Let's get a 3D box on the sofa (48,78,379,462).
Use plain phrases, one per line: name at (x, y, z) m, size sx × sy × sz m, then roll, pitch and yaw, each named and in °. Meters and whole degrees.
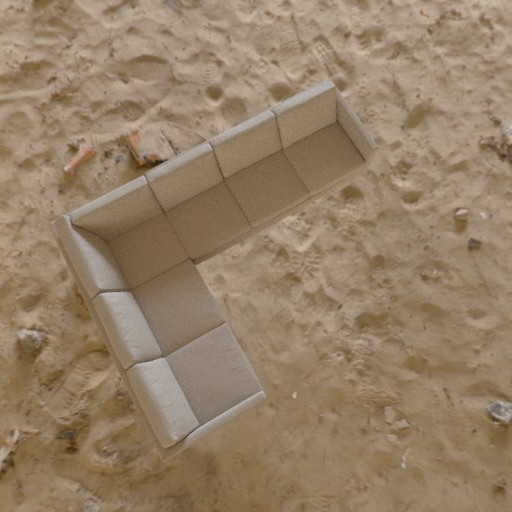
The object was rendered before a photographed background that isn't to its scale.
sofa at (0.000, 0.000, 4.363) m, size 3.182 × 0.863 × 2.432 m, roll -29°, pitch 78°, yaw -7°
